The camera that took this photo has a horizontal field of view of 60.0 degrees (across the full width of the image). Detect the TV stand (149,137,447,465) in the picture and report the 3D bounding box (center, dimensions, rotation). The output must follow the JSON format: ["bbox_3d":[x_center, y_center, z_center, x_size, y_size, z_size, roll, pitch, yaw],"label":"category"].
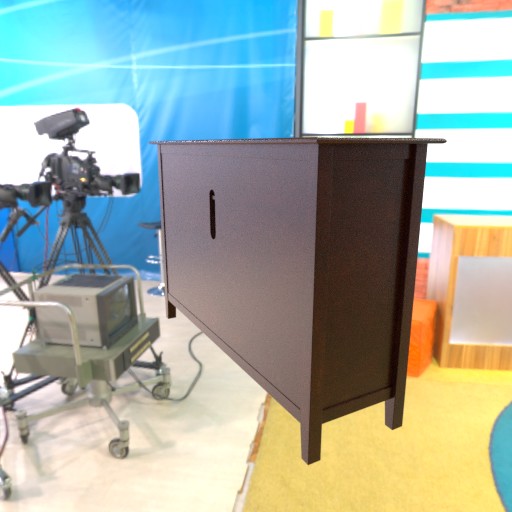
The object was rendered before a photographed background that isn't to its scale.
[{"bbox_3d":[0.000,0.000,1.809,0.445,0.915,1.372,-8,16,-28],"label":"TV stand"}]
